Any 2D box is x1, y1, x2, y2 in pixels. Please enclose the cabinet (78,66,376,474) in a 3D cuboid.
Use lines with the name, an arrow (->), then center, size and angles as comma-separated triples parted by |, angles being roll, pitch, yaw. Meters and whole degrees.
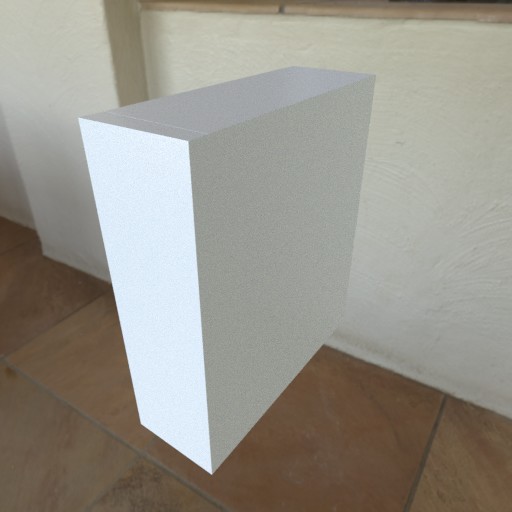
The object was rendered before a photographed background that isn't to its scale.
cabinet -> 0.000, 0.000, 1.625 | 0.348, 1.150, 0.990 | 20, 37, 30
